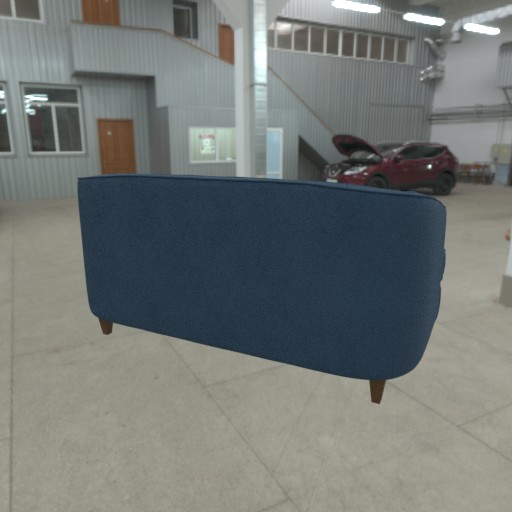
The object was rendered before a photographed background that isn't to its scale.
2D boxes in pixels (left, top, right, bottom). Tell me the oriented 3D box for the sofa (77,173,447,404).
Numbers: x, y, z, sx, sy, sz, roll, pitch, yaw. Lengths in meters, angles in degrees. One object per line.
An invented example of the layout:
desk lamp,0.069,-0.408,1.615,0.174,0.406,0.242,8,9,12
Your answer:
sofa,0.000,0.000,2.250,1.733,0.854,0.941,7,16,26
